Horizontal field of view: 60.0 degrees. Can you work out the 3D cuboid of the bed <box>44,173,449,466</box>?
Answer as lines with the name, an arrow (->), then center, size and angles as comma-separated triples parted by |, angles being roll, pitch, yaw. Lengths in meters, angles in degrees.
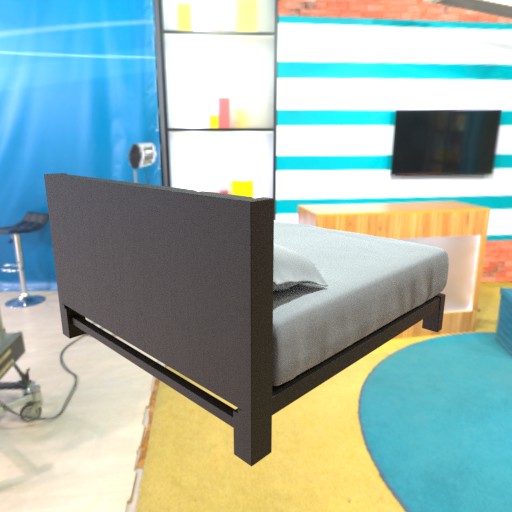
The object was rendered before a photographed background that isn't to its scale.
bed -> 0.000, 0.000, 3.438 | 2.143, 1.261, 2.238 | 14, 20, 43
